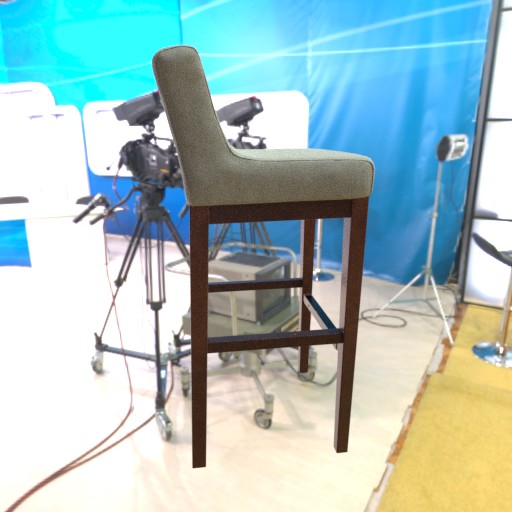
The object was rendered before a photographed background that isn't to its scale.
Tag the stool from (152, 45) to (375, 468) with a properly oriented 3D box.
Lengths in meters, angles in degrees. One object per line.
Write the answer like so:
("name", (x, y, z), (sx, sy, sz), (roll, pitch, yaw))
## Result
("stool", (0.000, 0.000, 1.279), (0.500, 1.037, 0.511), (-2, 16, -8))
